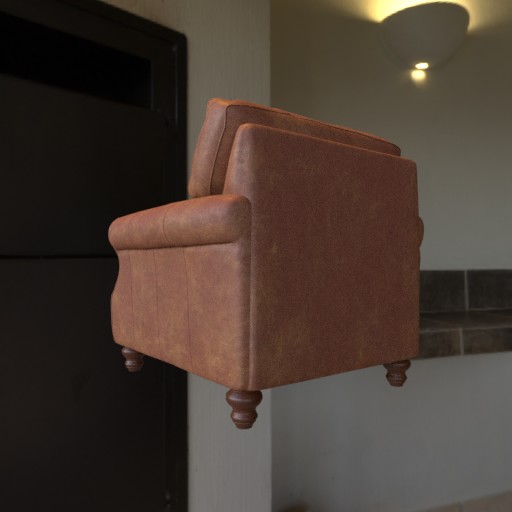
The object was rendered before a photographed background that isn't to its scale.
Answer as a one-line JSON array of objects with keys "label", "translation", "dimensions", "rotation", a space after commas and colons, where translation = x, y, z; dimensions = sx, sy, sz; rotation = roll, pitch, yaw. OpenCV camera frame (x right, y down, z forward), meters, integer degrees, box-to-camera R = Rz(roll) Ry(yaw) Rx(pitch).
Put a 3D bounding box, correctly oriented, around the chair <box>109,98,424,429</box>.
[{"label": "chair", "translation": [0.000, 0.000, 1.777], "dimensions": [0.983, 0.962, 0.986], "rotation": [1, -1, -37]}]
